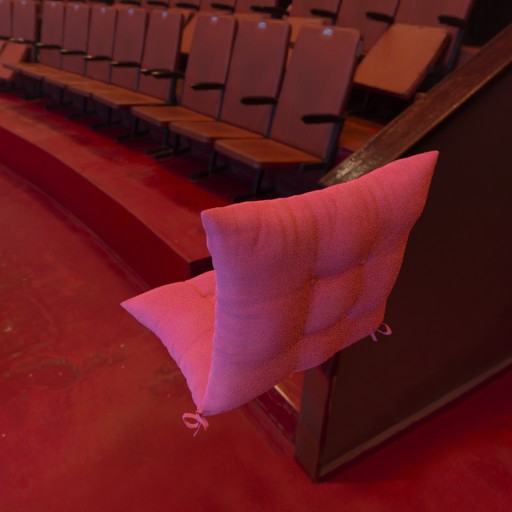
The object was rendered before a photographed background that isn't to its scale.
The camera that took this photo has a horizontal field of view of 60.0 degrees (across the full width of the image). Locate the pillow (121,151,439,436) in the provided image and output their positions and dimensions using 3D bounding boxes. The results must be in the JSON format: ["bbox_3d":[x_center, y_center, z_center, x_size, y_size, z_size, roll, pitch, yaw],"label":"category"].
[{"bbox_3d":[0.000,0.000,1.018,0.541,0.536,0.585,-19,35,-29],"label":"pillow"}]
